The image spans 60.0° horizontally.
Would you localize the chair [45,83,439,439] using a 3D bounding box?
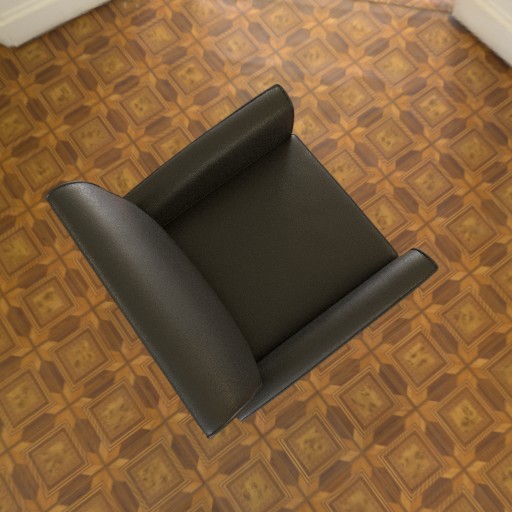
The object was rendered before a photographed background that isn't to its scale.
[{"bbox_3d":[0.000,0.000,1.544,0.819,0.916,0.820,-36,79,-8],"label":"chair"}]
